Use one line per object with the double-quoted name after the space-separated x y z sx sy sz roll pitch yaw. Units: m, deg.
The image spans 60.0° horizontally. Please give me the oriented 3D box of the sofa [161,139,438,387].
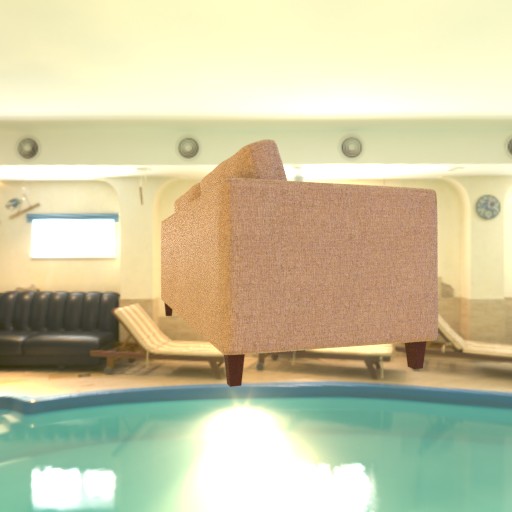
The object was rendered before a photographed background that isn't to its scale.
0.000 0.000 2.740 0.951 0.965 2.208 0 0 -18 "sofa"
